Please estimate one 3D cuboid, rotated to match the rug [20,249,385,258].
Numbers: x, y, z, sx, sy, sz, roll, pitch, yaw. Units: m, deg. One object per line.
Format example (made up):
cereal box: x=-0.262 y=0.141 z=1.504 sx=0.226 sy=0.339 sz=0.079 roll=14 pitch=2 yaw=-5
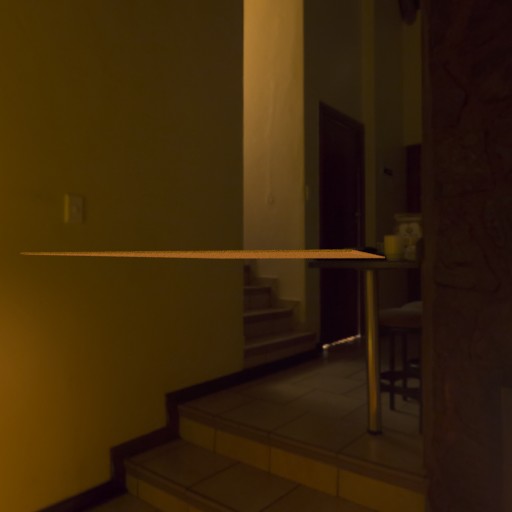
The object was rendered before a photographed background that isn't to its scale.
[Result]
rug: x=0.000 y=0.000 z=2.194 sx=1.142 sy=0.006 sz=1.752 roll=0 pitch=-1 yaw=19
